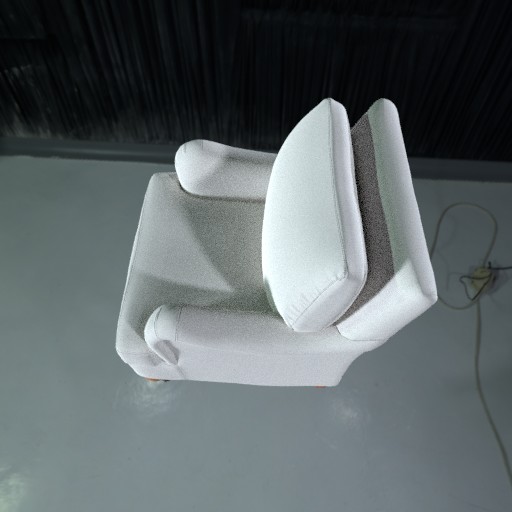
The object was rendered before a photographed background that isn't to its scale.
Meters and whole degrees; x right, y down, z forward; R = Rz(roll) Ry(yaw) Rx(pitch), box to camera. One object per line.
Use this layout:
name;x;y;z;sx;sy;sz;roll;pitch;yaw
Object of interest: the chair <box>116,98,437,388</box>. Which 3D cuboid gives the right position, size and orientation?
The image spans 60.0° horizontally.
chair;0.000;0.000;1.881;1.070;1.038;0.955;1;57;1
